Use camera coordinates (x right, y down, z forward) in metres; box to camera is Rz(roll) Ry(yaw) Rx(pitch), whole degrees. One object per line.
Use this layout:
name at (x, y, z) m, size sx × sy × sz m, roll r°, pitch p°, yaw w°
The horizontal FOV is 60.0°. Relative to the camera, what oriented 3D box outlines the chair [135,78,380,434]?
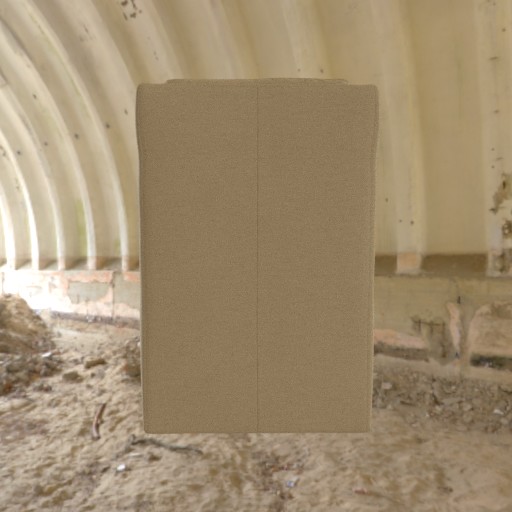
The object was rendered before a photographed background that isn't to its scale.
chair at (0.000, 0.000, 1.381) m, size 0.626 × 0.914 × 0.694 m, roll 0°, pitch -2°, yaw -1°
